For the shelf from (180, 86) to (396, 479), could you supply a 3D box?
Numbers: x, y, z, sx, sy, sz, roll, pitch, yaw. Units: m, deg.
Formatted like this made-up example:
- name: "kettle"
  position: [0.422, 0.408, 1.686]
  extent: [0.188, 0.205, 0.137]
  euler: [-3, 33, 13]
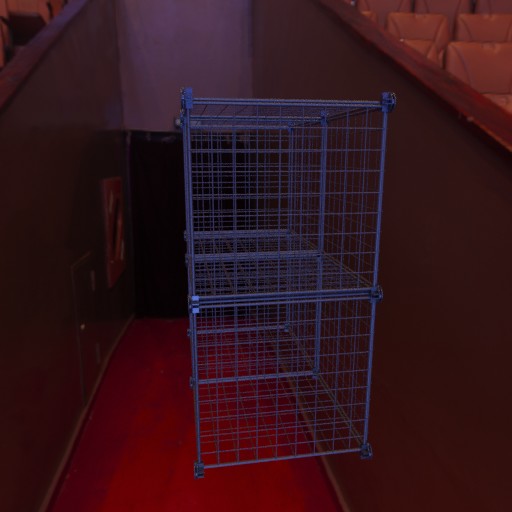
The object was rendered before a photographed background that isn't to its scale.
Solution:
- name: "shelf"
  position: [0.000, 0.000, 1.131]
  extent: [0.356, 0.711, 0.711]
  euler: [-2, 13, -9]
